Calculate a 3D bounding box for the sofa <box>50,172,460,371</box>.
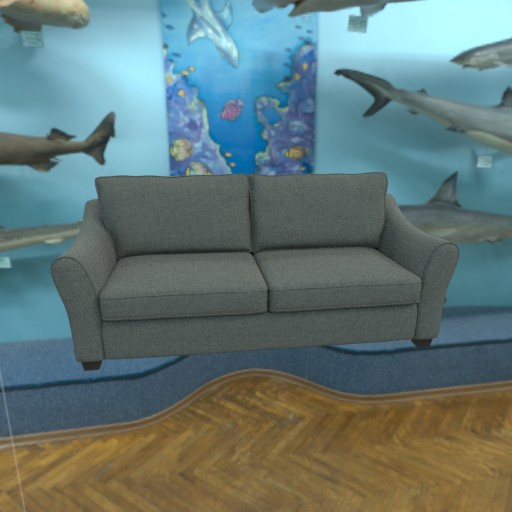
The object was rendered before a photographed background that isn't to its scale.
[{"bbox_3d":[0.000,0.000,2.775,2.203,0.976,1.013,-2,16,-8],"label":"sofa"}]
